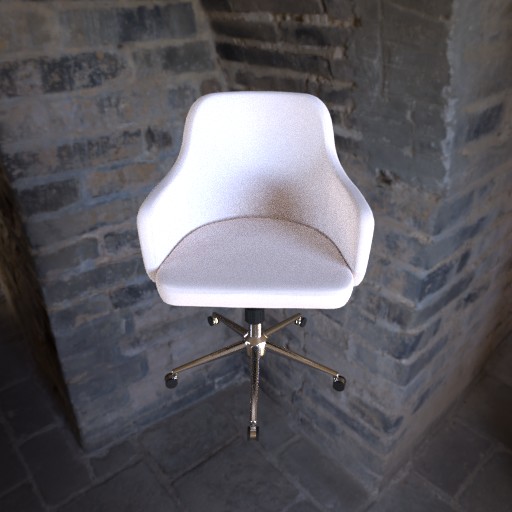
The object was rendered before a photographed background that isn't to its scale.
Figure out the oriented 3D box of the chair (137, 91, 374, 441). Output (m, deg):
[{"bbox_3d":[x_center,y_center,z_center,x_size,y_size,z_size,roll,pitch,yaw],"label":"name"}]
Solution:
[{"bbox_3d":[0.000,0.000,1.295,0.602,0.819,0.647,1,30,2],"label":"chair"}]
